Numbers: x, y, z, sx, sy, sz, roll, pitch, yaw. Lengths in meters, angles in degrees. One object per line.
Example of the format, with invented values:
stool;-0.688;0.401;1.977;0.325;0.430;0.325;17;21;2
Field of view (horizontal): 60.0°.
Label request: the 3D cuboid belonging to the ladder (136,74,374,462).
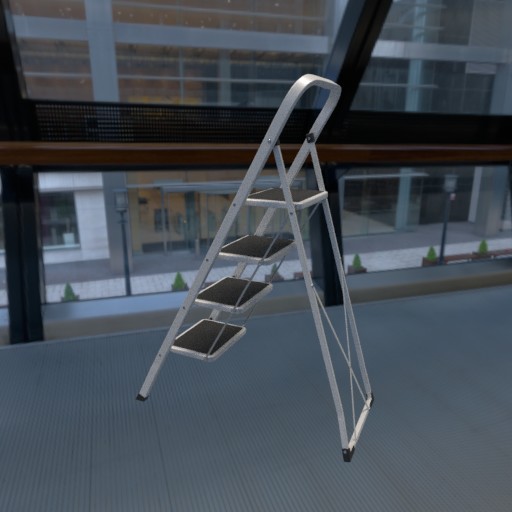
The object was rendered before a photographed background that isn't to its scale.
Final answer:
ladder;0.000;0.000;1.712;0.914;1.265;0.460;8;18;25
